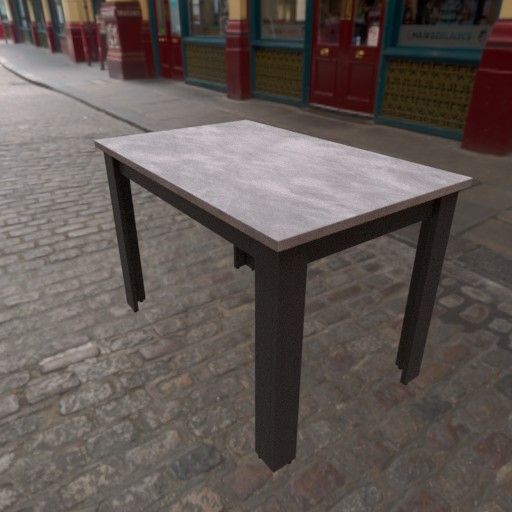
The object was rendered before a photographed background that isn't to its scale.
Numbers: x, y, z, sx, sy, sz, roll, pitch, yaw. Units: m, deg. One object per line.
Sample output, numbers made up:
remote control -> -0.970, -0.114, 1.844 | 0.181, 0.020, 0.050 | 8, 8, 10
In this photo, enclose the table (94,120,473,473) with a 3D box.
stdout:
table -> 0.000, 0.000, 1.617 | 0.700, 0.734, 1.100 | -19, 32, -32
